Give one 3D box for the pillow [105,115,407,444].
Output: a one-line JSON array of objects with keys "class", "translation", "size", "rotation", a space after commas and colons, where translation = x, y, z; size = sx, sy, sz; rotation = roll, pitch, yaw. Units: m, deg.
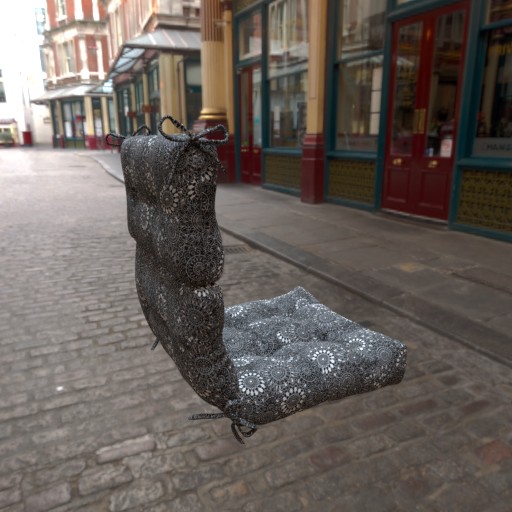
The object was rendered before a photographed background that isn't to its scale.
[{"class": "pillow", "translation": [0.000, 0.000, 1.048], "size": [0.571, 0.605, 0.519], "rotation": [-7, 16, -26]}]
